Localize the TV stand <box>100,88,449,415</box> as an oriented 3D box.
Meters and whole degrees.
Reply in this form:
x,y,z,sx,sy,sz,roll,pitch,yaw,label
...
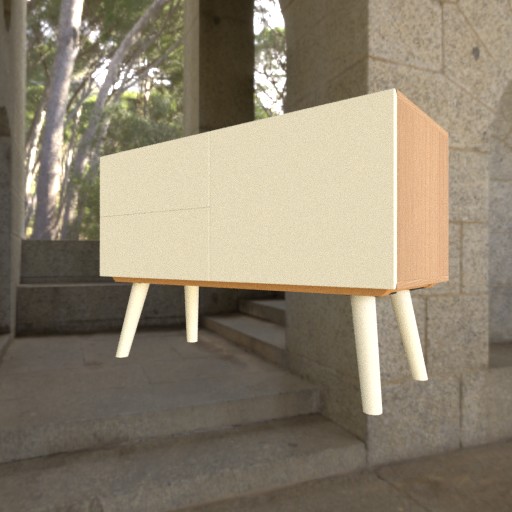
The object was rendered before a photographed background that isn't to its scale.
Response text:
x,y,z,sx,sy,sz,roll,pitch,yaw,label
0.000,0.000,1.328,0.991,0.660,0.407,0,0,37,TV stand
